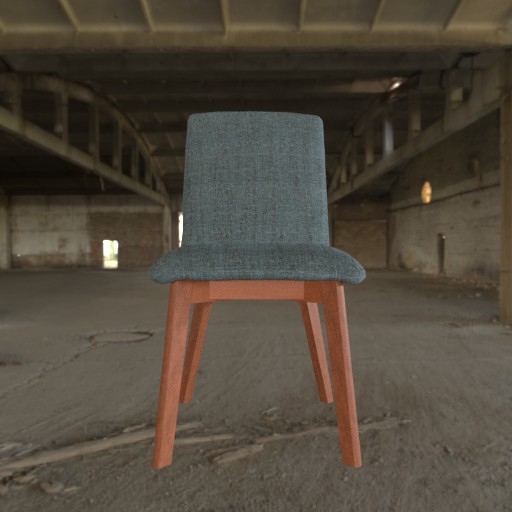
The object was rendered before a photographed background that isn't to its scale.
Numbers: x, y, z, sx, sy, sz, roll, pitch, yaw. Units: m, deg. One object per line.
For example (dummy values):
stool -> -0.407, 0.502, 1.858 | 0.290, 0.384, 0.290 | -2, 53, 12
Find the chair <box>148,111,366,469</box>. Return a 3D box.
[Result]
chair -> 0.000, 0.000, 1.284 | 0.522, 0.974, 0.563 | 0, 1, 0
